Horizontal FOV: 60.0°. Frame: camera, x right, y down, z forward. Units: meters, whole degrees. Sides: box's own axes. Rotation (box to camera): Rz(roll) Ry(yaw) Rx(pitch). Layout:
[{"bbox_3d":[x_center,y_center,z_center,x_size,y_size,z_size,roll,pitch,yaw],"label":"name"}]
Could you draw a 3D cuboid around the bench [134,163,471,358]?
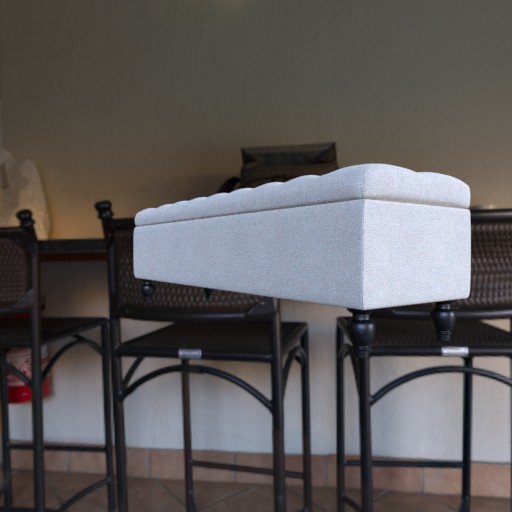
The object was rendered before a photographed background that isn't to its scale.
[{"bbox_3d":[0.000,0.000,1.713,0.455,0.467,1.480,0,1,-35],"label":"bench"}]
